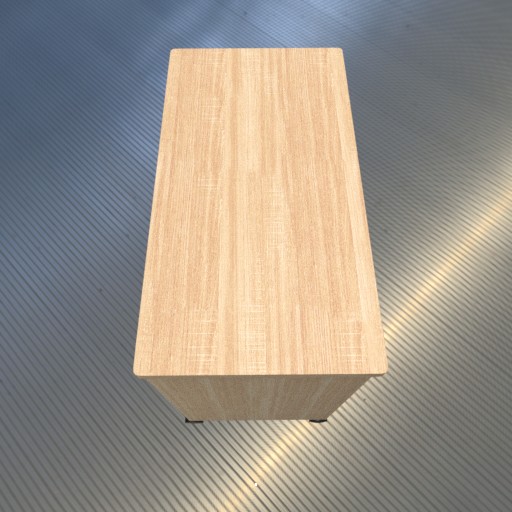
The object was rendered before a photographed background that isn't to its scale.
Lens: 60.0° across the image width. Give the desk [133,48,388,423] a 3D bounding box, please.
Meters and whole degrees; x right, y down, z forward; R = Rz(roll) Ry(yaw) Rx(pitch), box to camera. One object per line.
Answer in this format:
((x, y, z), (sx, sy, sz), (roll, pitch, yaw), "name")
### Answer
((0.000, 0.000, 1.353), (0.480, 0.770, 0.884), (0, 63, 0), "desk")
